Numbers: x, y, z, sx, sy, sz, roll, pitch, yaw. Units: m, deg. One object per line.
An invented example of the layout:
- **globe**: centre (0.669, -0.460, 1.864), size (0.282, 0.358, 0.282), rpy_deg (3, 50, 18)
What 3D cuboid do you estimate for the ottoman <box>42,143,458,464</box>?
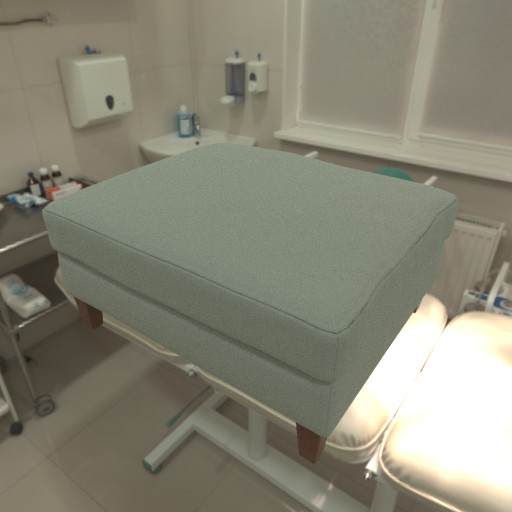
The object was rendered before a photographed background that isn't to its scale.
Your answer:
- **ottoman**: centre (0.000, 0.000, 1.431), size (0.991, 0.494, 0.842), rpy_deg (20, 36, 30)
